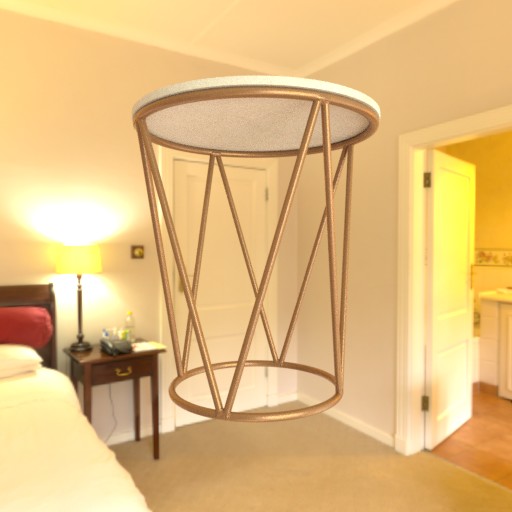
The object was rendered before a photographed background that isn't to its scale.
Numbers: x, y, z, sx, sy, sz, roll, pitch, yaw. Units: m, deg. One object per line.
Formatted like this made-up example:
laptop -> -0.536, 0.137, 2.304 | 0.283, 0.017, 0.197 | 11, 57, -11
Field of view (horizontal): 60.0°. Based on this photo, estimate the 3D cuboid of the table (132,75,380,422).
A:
table -> 0.000, 0.000, 0.933 | 0.500, 0.564, 0.500 | 0, 1, 0
